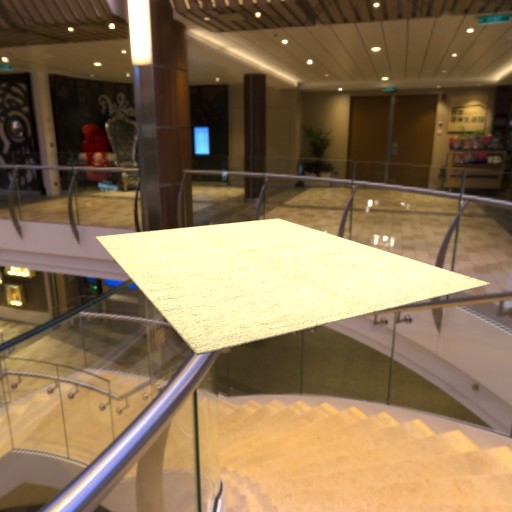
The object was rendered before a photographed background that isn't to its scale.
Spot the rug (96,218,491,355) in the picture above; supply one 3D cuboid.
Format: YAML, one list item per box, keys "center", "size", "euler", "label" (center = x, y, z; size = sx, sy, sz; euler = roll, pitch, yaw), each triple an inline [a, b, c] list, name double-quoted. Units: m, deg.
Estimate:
- center: [0.000, 0.000, 4.256]
  size: [2.437, 0.014, 3.201]
  euler: [-8, 17, -27]
  label: "rug"
